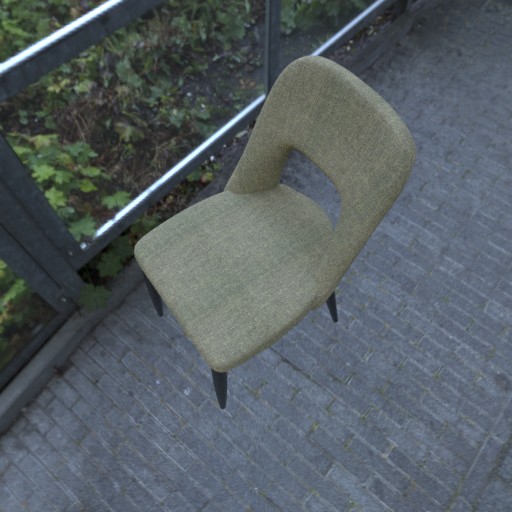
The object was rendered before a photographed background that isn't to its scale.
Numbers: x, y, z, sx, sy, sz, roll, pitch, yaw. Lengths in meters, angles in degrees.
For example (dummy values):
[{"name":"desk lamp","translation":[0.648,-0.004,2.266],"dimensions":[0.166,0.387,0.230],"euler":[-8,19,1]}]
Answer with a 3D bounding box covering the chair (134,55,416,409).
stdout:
[{"name":"chair","translation":[0.000,0.000,1.279],"dimensions":[0.612,0.931,0.470],"euler":[-33,67,-16]}]
